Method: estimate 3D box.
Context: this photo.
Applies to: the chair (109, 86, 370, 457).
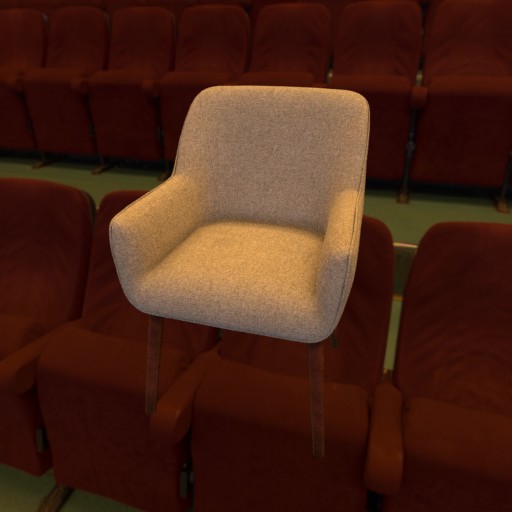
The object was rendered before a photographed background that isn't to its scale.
[{"bbox_3d":[0.000,0.000,1.182,0.543,0.803,0.519,8,28,15],"label":"chair"}]
